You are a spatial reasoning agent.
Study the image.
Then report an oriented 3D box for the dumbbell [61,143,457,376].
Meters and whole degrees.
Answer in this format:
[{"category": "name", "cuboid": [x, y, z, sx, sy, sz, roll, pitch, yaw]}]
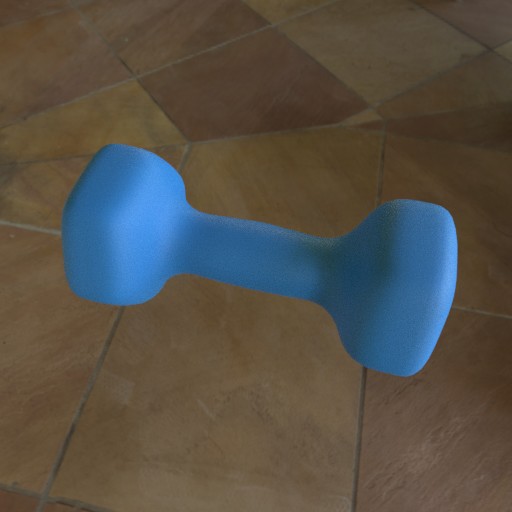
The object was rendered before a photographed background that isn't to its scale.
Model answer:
[{"category": "dumbbell", "cuboid": [0.000, 0.000, 0.187, 0.152, 0.066, 0.074, 13, 58, 8]}]
